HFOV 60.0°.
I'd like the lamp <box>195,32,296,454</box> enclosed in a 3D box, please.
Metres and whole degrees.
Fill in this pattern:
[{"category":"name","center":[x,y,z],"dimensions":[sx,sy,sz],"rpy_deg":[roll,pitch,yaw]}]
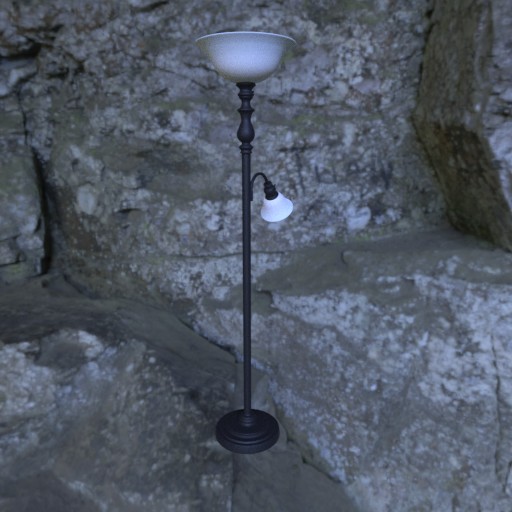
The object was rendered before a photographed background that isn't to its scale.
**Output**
[{"category":"lamp","center":[0.000,0.000,2.076],"dimensions":[0.405,1.793,0.588],"rpy_deg":[7,16,26]}]
